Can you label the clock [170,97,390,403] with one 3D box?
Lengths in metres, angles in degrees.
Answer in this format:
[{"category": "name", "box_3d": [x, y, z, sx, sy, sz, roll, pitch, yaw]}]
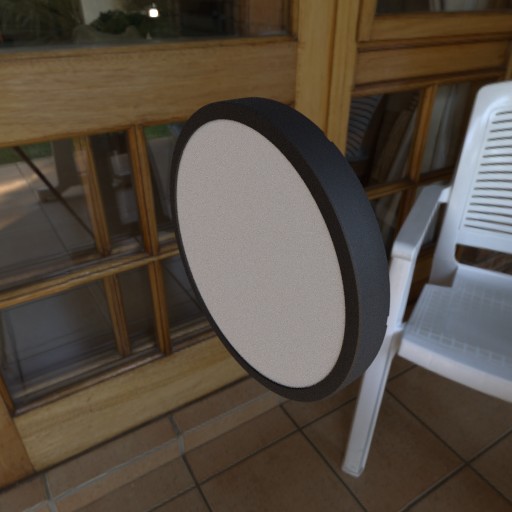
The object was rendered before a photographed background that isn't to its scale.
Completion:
[{"category": "clock", "box_3d": [0.000, 0.000, 0.435, 0.040, 0.293, 0.293, -22, 37, -31]}]
